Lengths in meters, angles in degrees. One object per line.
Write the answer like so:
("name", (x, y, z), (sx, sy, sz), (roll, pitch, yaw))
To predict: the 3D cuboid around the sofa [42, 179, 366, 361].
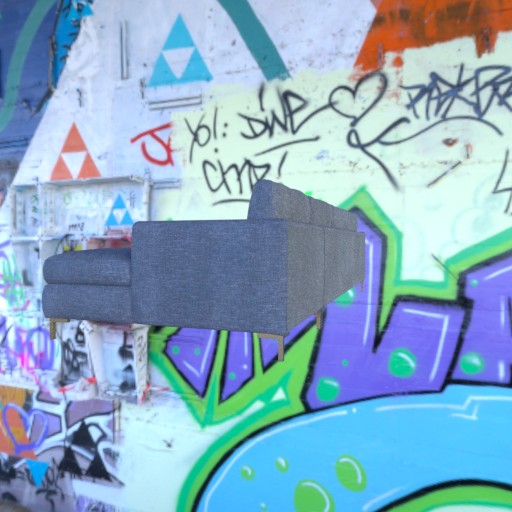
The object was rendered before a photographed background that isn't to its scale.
("sofa", (0.000, 0.000, 3.448), (1.350, 0.810, 2.932), (1, 2, 20))
